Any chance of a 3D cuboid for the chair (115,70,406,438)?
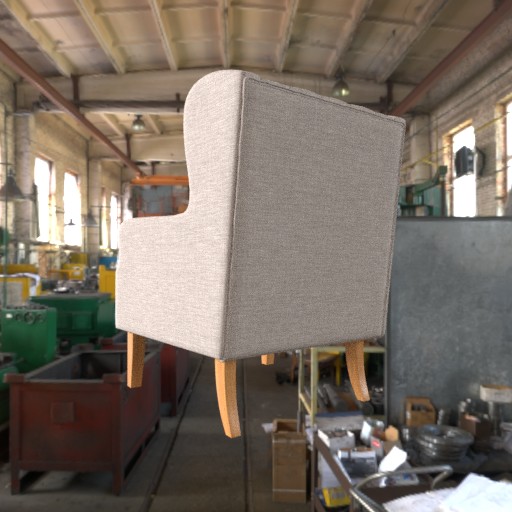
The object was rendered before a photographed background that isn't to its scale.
[{"bbox_3d":[0.000,0.000,1.499,0.710,0.930,0.760,0,-1,-36],"label":"chair"}]
